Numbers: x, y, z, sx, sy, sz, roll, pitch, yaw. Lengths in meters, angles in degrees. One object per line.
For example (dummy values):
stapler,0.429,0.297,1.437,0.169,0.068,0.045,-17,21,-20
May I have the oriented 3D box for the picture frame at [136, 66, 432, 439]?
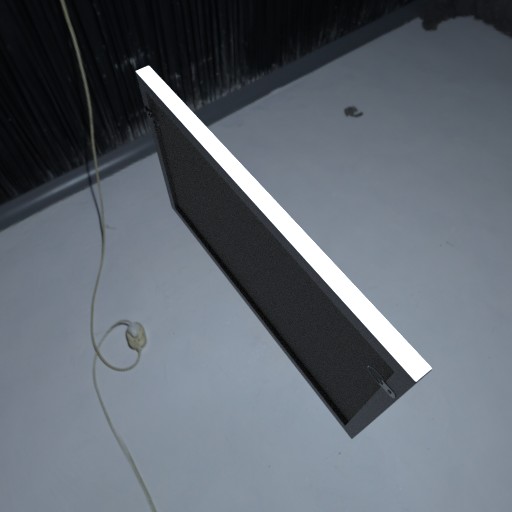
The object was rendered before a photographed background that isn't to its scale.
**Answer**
picture frame,0.000,0.000,0.782,0.044,0.379,0.647,-32,64,-18
